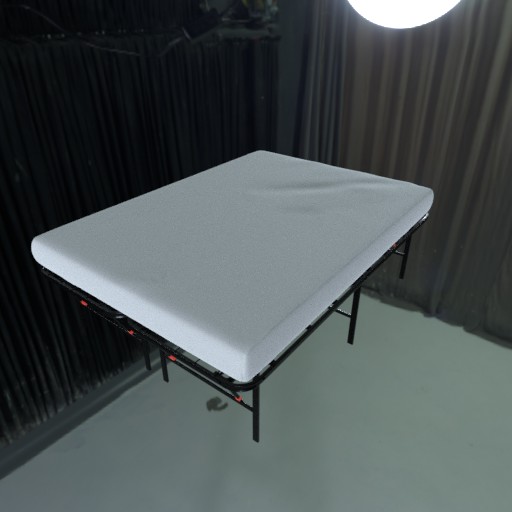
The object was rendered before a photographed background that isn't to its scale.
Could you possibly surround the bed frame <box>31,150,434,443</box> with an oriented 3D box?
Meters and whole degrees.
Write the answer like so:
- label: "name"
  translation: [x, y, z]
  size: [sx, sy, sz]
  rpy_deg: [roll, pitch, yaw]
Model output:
- label: "bed frame"
  translation: [0.000, 0.000, 2.588]
  size: [1.372, 0.637, 1.905]
  rpy_deg: [21, 36, 32]
